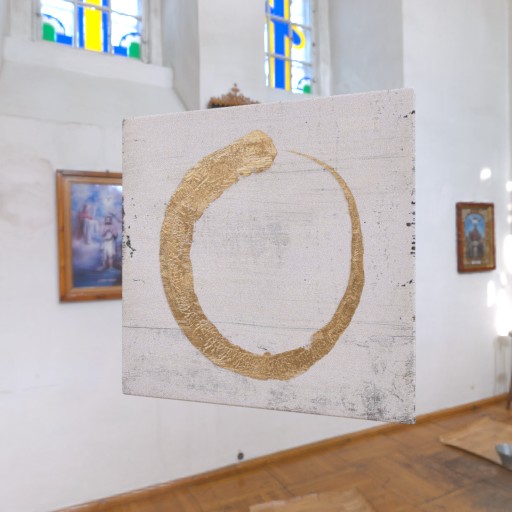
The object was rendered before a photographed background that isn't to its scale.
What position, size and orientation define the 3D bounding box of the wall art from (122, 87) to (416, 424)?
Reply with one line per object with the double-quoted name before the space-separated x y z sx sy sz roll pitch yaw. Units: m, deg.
"wall art" 0.000 0.000 1.128 0.762 0.762 0.038 0 0 17
